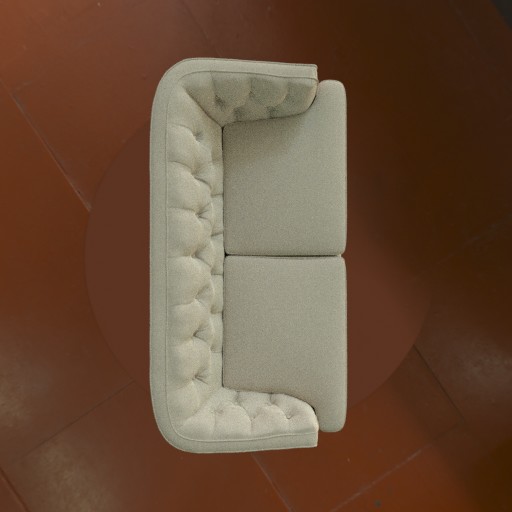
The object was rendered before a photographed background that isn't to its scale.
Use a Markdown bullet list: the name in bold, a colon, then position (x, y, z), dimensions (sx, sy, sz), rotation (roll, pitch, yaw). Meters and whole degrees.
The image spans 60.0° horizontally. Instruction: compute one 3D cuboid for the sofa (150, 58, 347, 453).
- **sofa**: position (0.000, 0.000, 2.257), dimensions (0.941, 0.855, 1.733), rotation (0, 90, 0)
